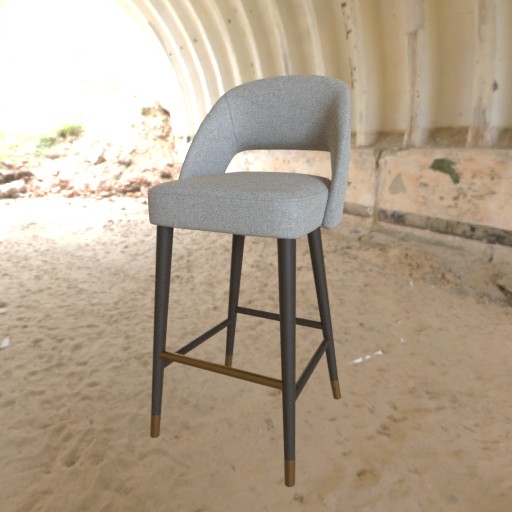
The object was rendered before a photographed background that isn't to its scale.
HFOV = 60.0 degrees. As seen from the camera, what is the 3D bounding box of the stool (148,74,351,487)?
[{"bbox_3d":[0.000,0.000,1.291,0.494,1.037,0.509,7,17,25],"label":"stool"}]
